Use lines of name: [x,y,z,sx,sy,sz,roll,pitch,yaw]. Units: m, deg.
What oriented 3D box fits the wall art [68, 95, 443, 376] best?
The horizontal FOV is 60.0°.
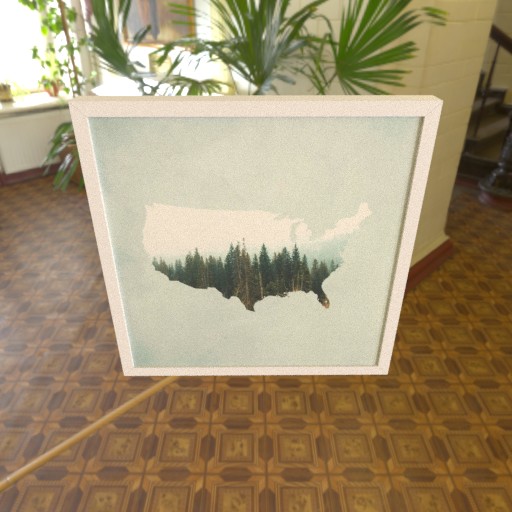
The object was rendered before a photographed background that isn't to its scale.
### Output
wall art: [0.000,0.000,0.746,0.509,0.509,0.040,0,30,0]
